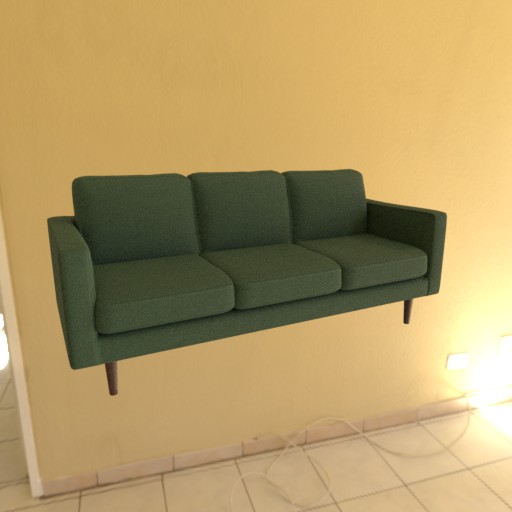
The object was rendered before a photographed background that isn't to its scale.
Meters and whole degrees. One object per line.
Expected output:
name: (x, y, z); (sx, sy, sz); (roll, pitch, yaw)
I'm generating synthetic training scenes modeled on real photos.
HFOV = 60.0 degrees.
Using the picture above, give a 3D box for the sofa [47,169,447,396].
sofa: (0.000, 0.000, 2.457); (2.029, 0.899, 0.879); (-7, 16, -26)
